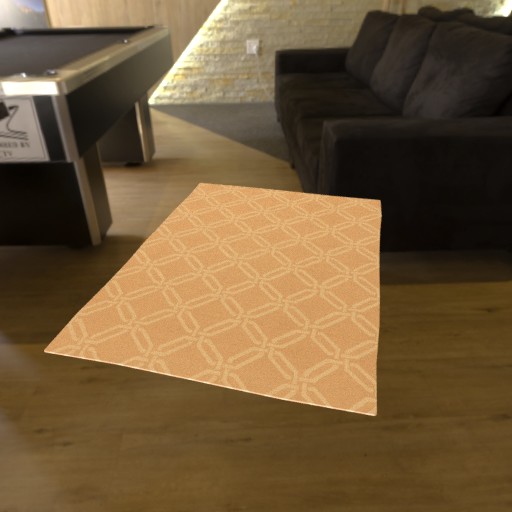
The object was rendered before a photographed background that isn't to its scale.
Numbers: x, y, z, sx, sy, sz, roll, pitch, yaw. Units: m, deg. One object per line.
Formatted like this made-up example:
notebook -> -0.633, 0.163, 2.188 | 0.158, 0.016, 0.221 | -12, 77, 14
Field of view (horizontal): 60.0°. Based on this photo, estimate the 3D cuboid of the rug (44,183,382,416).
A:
rug -> 0.000, 0.000, 2.782 | 1.524, 0.013, 2.135 | 7, 32, 12
